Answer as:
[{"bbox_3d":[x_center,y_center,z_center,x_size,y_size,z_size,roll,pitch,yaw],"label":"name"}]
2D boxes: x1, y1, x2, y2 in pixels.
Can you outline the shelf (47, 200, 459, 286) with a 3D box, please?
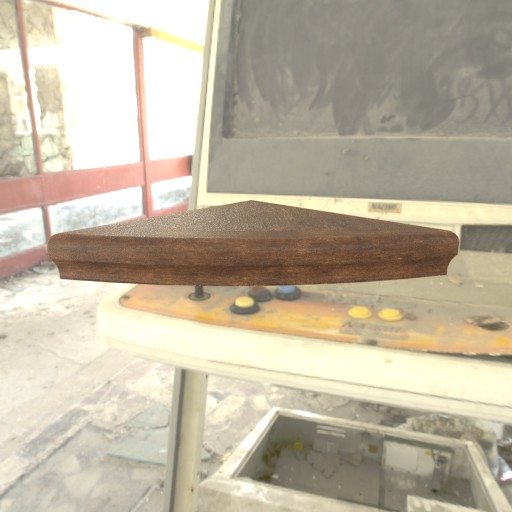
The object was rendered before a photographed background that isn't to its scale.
[{"bbox_3d":[0.000,0.000,0.473,0.310,0.050,0.310,15,22,41],"label":"shelf"}]
